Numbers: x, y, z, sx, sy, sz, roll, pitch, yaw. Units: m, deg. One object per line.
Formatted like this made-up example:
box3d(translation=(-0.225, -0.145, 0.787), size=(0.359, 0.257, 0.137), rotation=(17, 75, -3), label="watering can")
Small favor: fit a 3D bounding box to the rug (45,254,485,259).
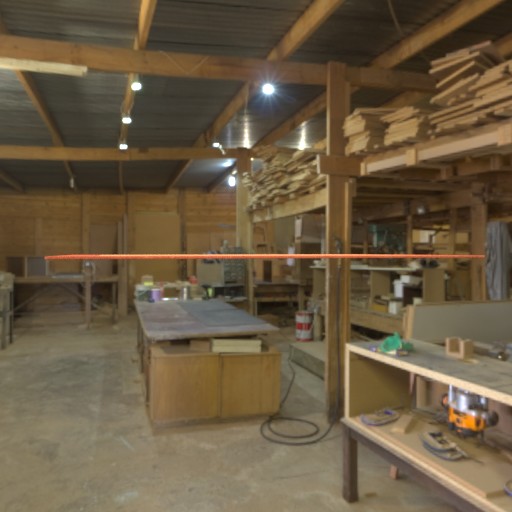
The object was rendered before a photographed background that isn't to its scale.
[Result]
box3d(translation=(0.000, 0.000, 3.035), size=(2.438, 0.014, 1.524), rotation=(0, 0, -18), label="rug")
